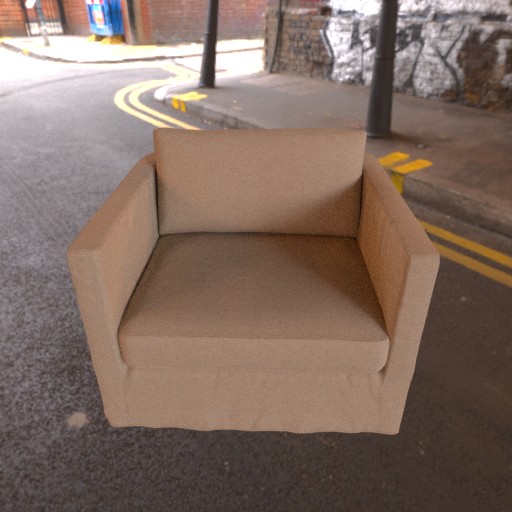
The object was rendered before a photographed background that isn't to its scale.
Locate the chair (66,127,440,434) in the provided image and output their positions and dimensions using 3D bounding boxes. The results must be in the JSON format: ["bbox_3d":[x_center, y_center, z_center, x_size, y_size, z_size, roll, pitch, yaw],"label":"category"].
[{"bbox_3d":[0.000,0.000,1.720,1.057,0.867,0.949,1,30,2],"label":"chair"}]
